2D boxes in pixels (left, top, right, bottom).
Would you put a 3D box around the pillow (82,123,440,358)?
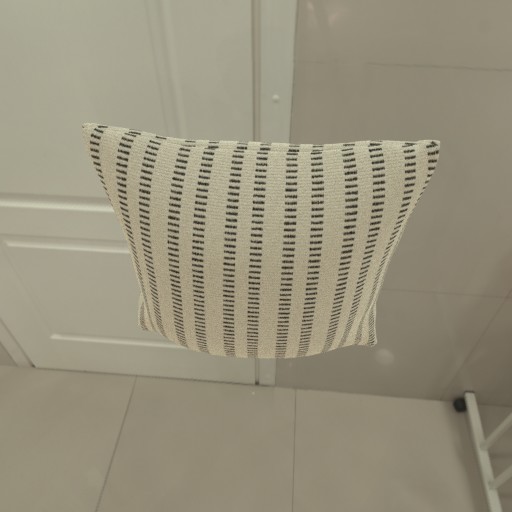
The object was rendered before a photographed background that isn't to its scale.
[{"bbox_3d":[0.000,0.000,0.674,0.438,0.419,0.247,4,46,3],"label":"pillow"}]
